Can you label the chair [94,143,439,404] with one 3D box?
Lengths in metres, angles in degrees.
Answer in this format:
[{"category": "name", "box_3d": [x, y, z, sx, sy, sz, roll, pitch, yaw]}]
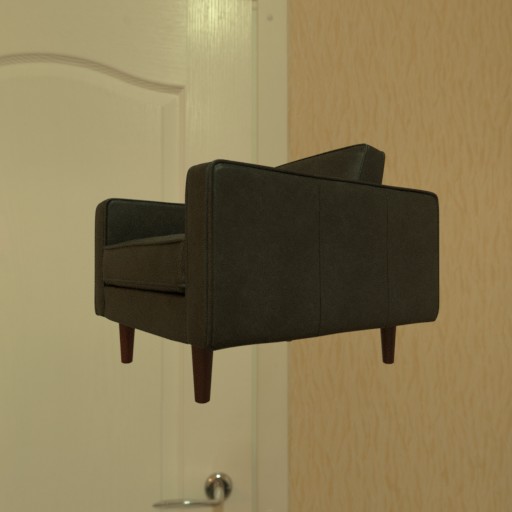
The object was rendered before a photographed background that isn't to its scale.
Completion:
[{"category": "chair", "box_3d": [0.000, 0.000, 1.579, 0.914, 0.763, 0.889, 1, -1, -36]}]
